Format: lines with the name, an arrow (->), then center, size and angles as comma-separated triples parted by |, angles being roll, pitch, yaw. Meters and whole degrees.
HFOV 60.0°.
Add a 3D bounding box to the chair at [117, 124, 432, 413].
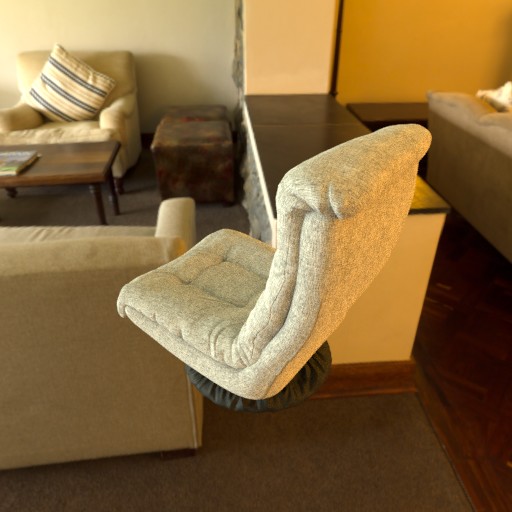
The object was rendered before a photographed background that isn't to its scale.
chair -> 0.000, 0.000, 0.970 | 0.583, 0.600, 0.400 | 21, 37, 30
